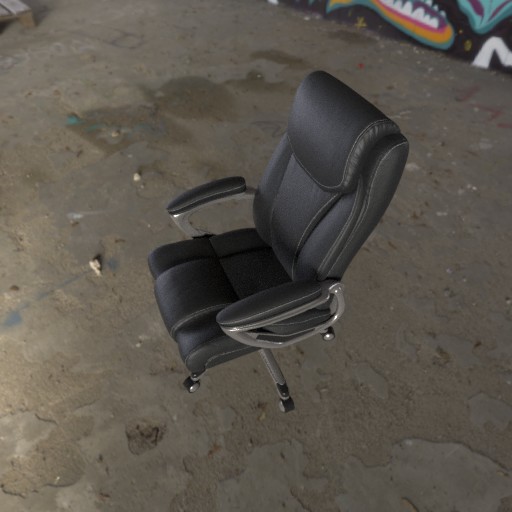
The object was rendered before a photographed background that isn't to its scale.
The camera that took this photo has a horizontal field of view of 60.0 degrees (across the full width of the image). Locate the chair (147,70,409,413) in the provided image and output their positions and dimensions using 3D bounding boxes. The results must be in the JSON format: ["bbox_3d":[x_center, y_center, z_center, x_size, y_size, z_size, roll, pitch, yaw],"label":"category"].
[{"bbox_3d":[0.000,0.000,1.674,0.784,1.167,0.741,-17,47,-16],"label":"chair"}]
